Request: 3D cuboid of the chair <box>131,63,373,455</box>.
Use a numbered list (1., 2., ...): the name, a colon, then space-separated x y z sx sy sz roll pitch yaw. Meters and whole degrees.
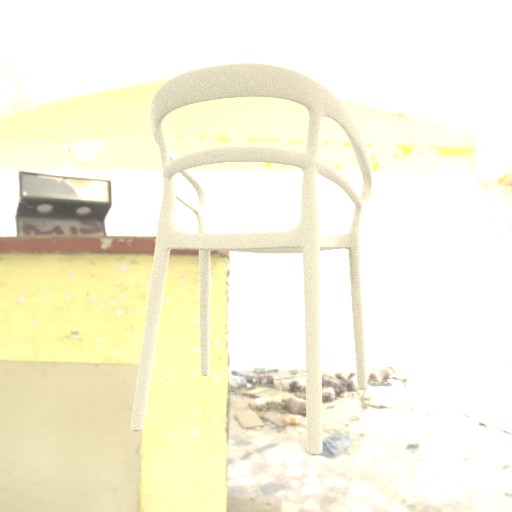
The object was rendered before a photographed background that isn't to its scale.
1. chair: 0.000 0.000 1.136 0.559 0.761 0.527 0 -1 18
